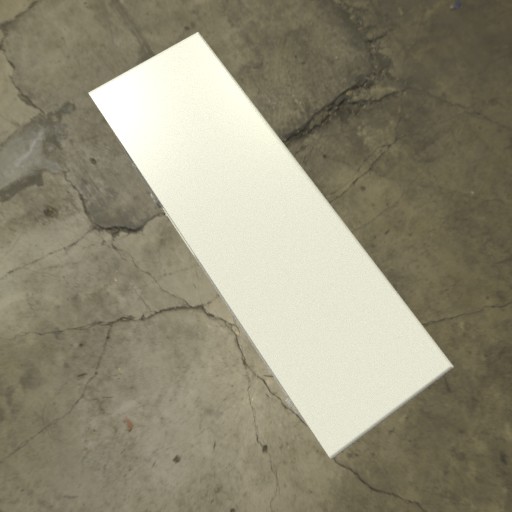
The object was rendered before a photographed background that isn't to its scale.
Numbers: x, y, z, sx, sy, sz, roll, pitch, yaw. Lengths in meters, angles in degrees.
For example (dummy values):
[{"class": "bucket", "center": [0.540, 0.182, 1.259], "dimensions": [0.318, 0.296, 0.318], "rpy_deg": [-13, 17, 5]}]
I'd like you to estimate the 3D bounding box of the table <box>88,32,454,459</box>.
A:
[{"class": "table", "center": [0.000, 0.000, 1.585], "dimensions": [0.384, 0.808, 1.197], "rpy_deg": [-33, 78, -8]}]
